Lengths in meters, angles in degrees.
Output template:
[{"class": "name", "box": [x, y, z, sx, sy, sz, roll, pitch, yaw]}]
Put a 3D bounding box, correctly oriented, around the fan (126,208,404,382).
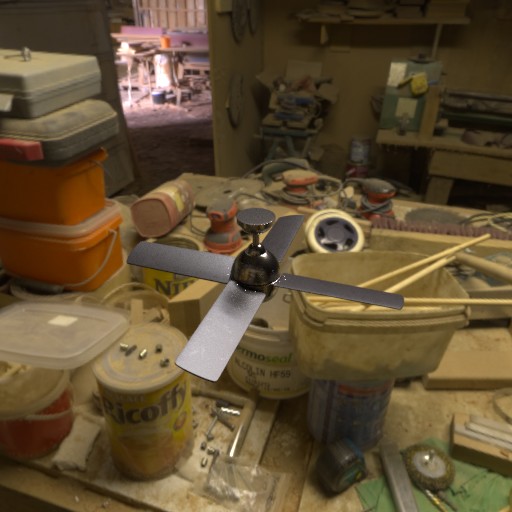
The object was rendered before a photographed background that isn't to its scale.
[{"class": "fan", "box": [0.000, 0.000, 2.019, 1.332, 0.403, 1.332, 10, 32, 16]}]
